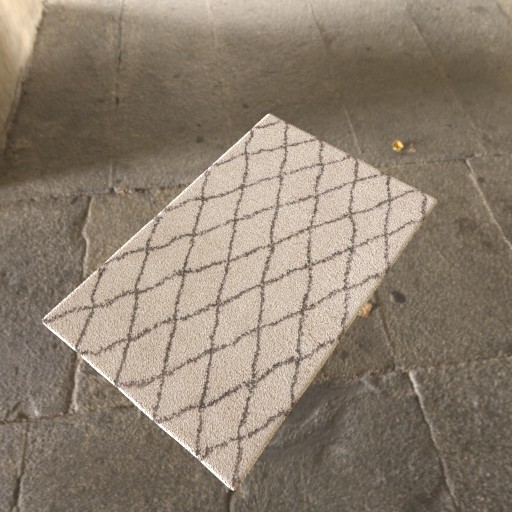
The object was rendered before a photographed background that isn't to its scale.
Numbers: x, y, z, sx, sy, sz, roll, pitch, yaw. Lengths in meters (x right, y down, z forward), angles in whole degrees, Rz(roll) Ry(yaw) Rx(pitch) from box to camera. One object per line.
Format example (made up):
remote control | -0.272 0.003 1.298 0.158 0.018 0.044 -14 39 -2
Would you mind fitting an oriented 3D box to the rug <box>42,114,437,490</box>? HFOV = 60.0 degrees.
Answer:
rug | 0.000 0.000 3.457 1.778 0.030 2.743 33 64 19
